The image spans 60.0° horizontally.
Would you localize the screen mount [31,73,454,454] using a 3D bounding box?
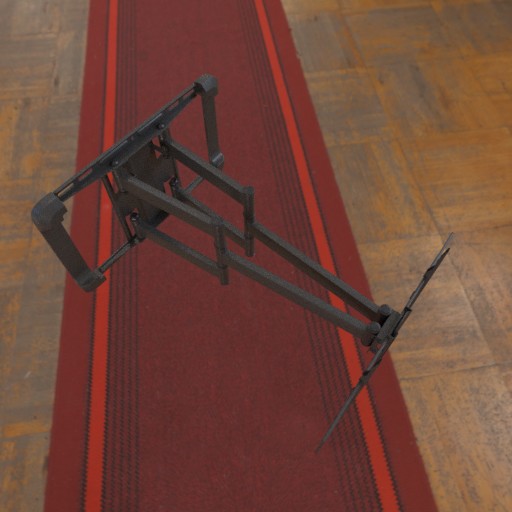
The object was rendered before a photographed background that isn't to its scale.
[{"bbox_3d":[0.000,0.000,1.327,0.905,0.483,0.725,32,63,19],"label":"screen mount"}]
